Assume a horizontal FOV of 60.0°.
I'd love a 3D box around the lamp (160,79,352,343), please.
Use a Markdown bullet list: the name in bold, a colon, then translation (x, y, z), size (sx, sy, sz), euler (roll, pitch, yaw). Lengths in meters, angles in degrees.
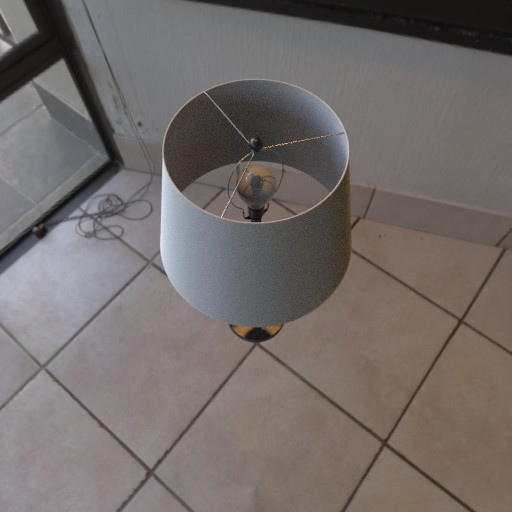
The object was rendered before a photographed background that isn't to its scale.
- **lamp**: translation (0.000, 0.000, 0.918), size (0.363, 0.696, 0.363), euler (0, 63, 0)
